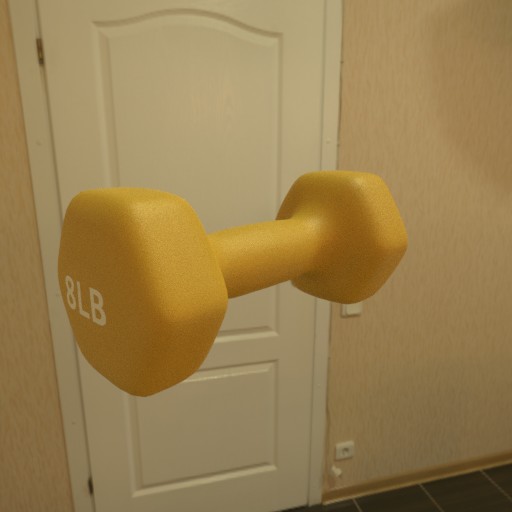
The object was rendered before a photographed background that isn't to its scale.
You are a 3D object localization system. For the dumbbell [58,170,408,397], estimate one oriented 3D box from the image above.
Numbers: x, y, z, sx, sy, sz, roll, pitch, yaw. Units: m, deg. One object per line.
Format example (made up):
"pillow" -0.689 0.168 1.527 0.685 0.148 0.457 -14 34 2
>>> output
"dumbbell" 0.000 0.000 0.236 0.190 0.082 0.090 -14 20 -42
